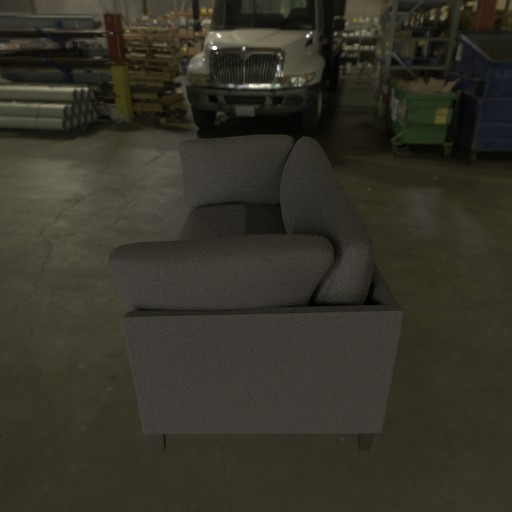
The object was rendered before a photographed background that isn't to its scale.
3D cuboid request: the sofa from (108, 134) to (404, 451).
[{"bbox_3d":[0.000,0.000,2.307,0.969,0.920,1.751,0,27,0],"label":"sofa"}]
